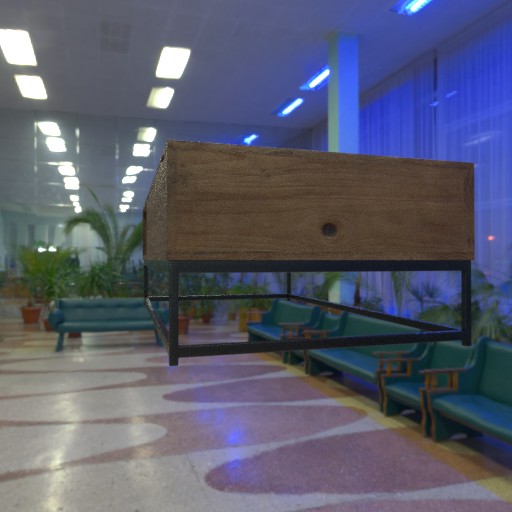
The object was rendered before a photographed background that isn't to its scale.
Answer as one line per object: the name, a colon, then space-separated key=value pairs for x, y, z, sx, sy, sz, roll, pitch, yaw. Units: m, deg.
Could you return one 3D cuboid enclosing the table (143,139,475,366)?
table: x=0.000 y=0.000 z=1.386 sx=0.655 sy=0.395 sz=1.101 roll=0 pitch=0 yaw=-17
